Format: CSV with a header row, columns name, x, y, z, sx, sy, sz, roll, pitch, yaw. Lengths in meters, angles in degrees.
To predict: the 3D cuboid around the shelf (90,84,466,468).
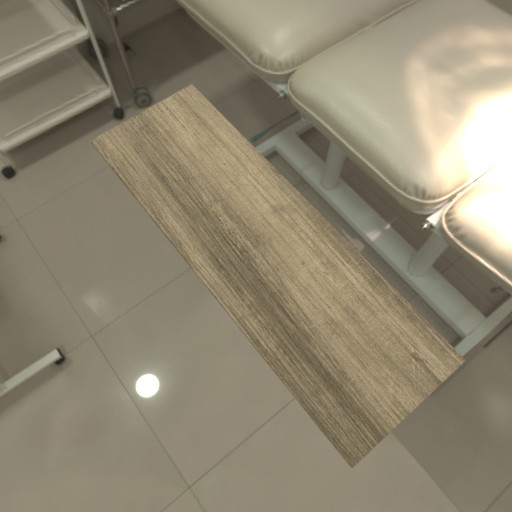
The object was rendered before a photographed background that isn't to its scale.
name,x,y,z,sx,sy,sz,roll,pitch,yaw
shelf,0.000,0.000,0.697,0.200,0.125,0.610,-36,70,-15
